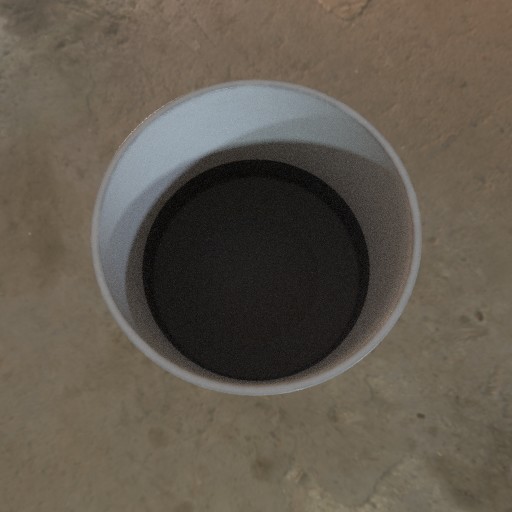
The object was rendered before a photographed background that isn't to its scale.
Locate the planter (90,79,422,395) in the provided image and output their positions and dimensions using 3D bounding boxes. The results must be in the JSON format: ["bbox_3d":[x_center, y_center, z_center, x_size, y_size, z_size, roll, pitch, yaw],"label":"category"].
[{"bbox_3d":[0.000,0.000,0.222,0.128,0.105,0.128,0,76,0],"label":"planter"}]
